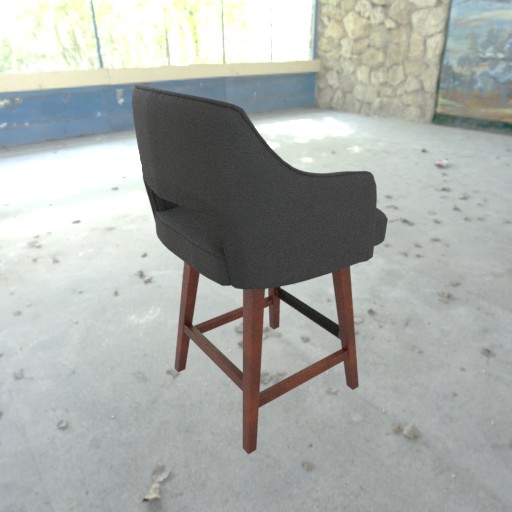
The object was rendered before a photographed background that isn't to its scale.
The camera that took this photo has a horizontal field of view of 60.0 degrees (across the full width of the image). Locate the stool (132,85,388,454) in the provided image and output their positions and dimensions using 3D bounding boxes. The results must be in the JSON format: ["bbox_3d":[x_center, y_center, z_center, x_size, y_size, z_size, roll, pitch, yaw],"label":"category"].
[{"bbox_3d":[0.000,0.000,1.241,0.558,0.912,0.548,-18,32,-32],"label":"stool"}]
